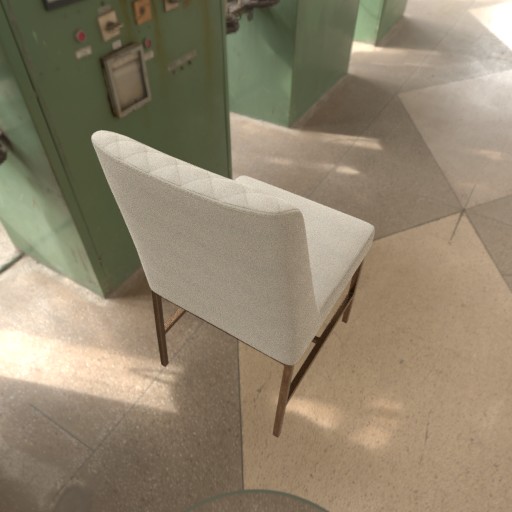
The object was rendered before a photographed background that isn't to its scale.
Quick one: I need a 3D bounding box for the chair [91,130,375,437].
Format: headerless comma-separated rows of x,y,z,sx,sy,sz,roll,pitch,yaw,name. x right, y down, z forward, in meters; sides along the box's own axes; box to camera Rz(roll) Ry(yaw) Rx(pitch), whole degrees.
0.000,0.000,1.268,0.503,0.933,0.597,25,51,22,chair
